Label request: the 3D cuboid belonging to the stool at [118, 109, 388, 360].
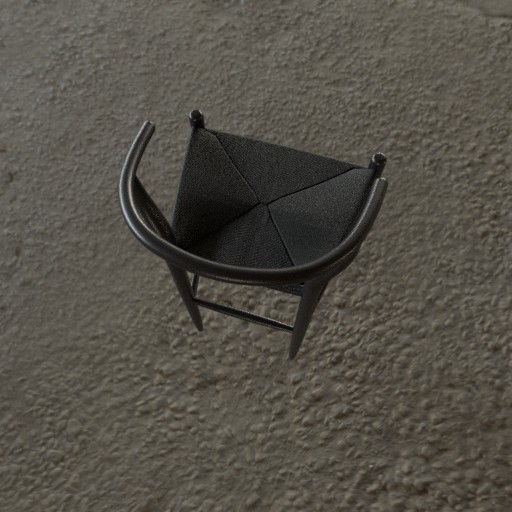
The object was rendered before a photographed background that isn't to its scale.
[{"bbox_3d":[0.000,0.000,1.314,0.569,0.970,0.579,16,64,8],"label":"stool"}]
